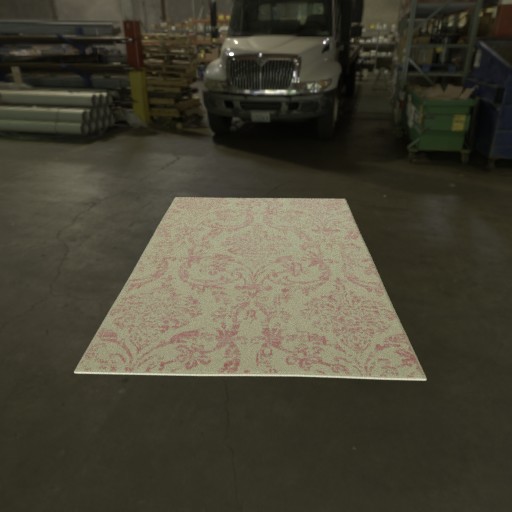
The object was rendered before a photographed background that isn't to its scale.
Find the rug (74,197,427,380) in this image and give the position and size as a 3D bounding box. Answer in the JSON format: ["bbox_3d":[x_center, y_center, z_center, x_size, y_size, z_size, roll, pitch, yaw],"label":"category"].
[{"bbox_3d":[0.000,0.000,2.345,1.219,0.012,1.839,1,27,2],"label":"rug"}]
